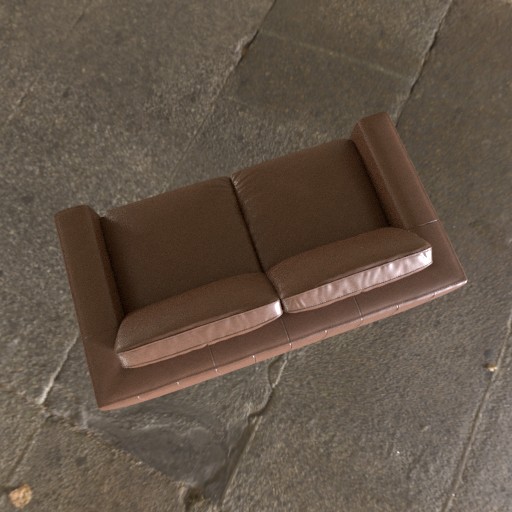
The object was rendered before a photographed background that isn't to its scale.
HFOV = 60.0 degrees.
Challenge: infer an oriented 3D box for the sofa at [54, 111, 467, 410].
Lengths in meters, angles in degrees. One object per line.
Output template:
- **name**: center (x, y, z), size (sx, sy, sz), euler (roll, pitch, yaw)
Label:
- **sofa**: center (0.000, 0.000, 2.427), size (1.920, 0.800, 1.070), euler (-18, 76, -5)
